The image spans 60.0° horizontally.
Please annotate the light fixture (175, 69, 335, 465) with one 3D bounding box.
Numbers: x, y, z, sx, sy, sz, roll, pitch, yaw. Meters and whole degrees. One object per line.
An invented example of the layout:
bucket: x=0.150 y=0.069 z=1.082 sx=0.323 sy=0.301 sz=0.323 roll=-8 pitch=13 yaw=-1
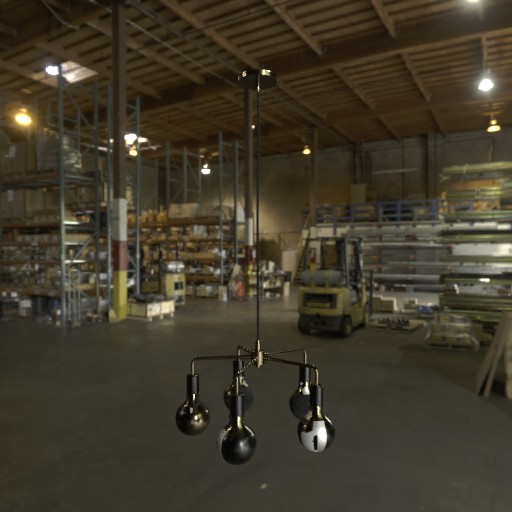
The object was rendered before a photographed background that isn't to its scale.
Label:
light fixture: x=0.000 y=0.000 z=1.212 sx=0.438 sy=0.988 sz=0.421 roll=0 pitch=0 yaw=16
